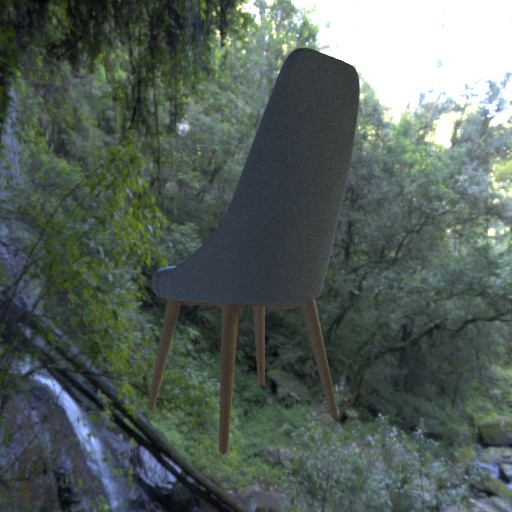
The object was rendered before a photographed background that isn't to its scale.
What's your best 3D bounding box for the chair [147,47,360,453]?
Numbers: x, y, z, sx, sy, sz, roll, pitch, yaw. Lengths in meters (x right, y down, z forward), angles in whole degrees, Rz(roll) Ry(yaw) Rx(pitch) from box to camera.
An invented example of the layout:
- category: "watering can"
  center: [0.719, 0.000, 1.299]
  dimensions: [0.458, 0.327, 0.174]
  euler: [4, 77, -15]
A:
- category: "chair"
  center: [0.000, 0.000, 1.404]
  dimensions: [0.510, 1.040, 0.660]
  euler: [0, 0, -36]
